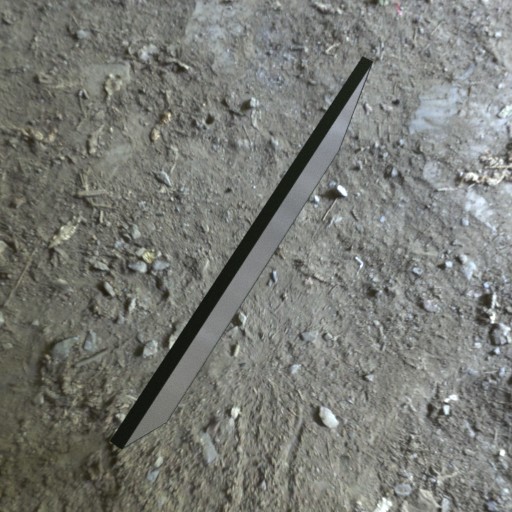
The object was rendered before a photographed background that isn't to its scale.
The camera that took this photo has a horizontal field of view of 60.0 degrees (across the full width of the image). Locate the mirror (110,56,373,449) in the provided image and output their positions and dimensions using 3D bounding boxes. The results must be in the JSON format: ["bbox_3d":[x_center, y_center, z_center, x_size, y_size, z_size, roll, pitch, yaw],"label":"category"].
[{"bbox_3d":[0.000,0.000,1.823,0.047,0.692,1.584,31,78,7],"label":"mirror"}]
